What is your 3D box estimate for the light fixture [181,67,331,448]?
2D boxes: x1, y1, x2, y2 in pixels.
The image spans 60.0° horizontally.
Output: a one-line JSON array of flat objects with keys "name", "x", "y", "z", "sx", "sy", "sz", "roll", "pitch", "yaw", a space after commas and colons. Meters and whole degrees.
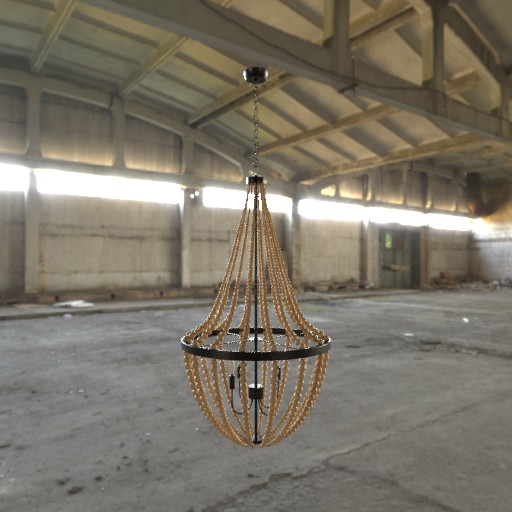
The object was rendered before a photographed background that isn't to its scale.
[{"name": "light fixture", "x": 0.000, "y": 0.000, "z": 1.357, "sx": 0.450, "sy": 1.133, "sz": 0.450, "roll": 0, "pitch": -1, "yaw": 0}]
